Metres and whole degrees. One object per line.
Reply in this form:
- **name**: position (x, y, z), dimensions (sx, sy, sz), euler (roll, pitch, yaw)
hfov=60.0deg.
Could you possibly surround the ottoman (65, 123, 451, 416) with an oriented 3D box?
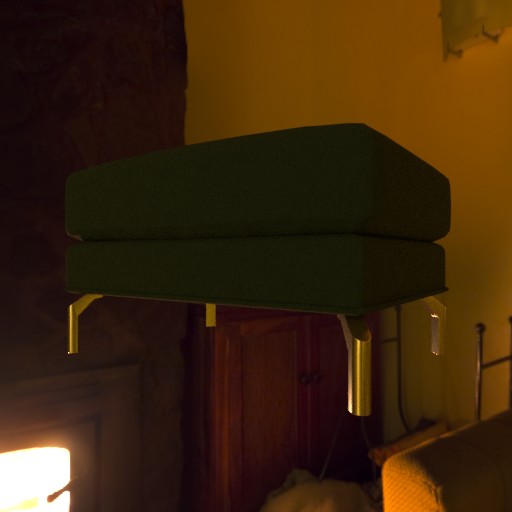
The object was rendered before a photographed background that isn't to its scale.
- **ottoman**: position (0.000, 0.000, 1.145), dimensions (0.835, 0.498, 0.587), euler (0, 0, 35)
